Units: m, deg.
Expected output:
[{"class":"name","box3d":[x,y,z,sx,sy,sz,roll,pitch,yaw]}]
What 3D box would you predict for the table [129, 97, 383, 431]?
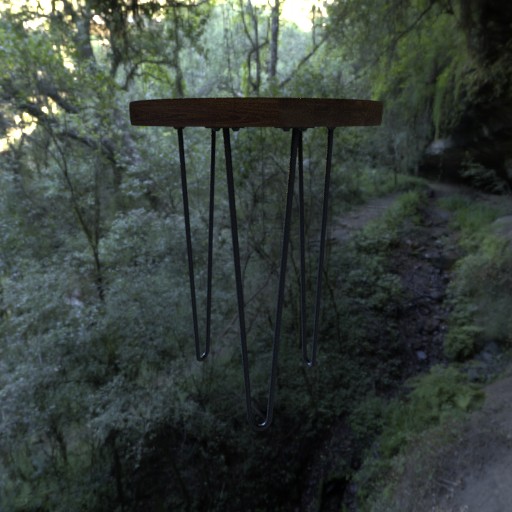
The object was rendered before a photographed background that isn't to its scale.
[{"class":"table","box3d":[0.000,0.000,0.797,0.400,0.520,0.400,0,17,0]}]
